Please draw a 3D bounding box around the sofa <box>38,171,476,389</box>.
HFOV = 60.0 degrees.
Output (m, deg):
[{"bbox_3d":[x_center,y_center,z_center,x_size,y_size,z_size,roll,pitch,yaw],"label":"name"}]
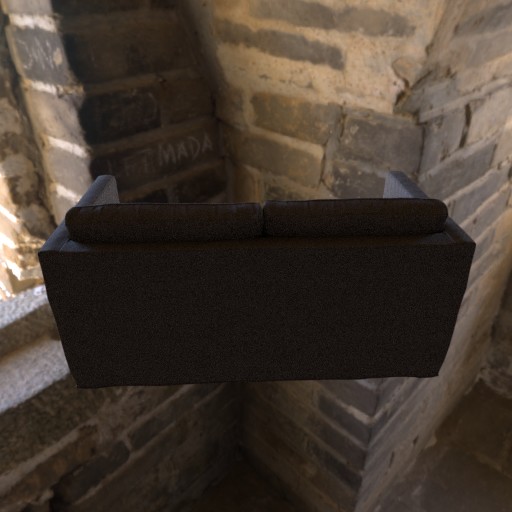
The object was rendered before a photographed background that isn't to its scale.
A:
[{"bbox_3d":[0.000,0.000,2.322,1.802,0.854,0.974,-1,29,-2],"label":"sofa"}]
